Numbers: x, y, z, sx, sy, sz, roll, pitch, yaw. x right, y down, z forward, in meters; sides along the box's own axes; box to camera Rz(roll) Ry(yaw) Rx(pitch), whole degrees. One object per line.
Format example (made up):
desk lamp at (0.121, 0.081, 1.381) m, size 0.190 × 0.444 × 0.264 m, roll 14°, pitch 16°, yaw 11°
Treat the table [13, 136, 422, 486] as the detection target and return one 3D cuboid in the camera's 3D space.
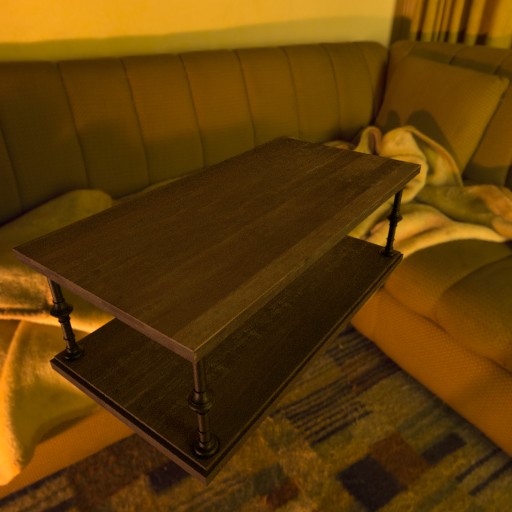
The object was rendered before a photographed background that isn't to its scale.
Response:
table at (0.000, 0.000, 1.323) m, size 0.554 × 0.373 × 1.088 m, roll 21°, pitch 37°, yaw 31°
